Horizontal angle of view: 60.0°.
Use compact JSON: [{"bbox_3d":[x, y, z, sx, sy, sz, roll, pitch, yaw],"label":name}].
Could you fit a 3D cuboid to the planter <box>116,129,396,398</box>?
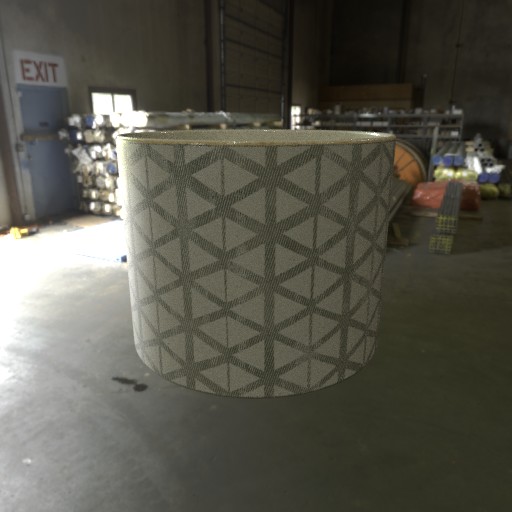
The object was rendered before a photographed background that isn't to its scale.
[{"bbox_3d":[0.000,0.000,0.340,0.190,0.181,0.190,0,18,0],"label":"planter"}]
